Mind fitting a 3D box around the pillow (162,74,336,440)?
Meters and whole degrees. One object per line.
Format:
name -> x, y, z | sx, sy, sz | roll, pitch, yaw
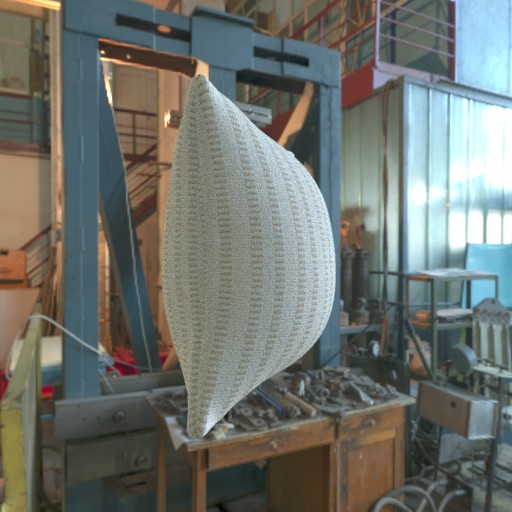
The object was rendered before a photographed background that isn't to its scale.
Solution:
pillow -> 0.000, 0.000, 0.706 | 0.247, 0.419, 0.438 | 0, 1, 18
